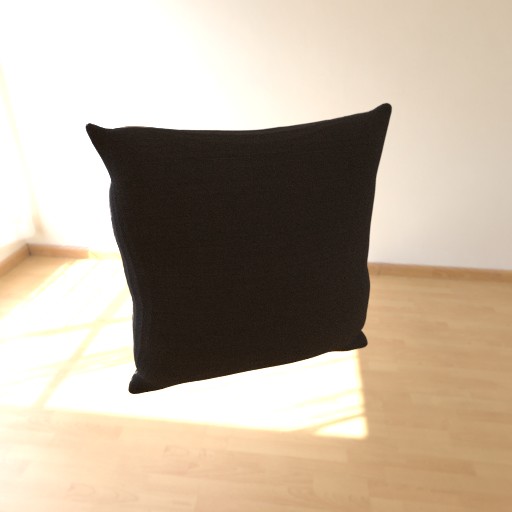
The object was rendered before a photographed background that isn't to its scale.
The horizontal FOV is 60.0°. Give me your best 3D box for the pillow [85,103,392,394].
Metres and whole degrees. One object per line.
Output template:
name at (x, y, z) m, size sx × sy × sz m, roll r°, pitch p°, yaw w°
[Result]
pillow at (0.000, 0.000, 0.693) m, size 0.440 × 0.441 × 0.182 m, roll -8°, pitch 27°, yaw -16°
